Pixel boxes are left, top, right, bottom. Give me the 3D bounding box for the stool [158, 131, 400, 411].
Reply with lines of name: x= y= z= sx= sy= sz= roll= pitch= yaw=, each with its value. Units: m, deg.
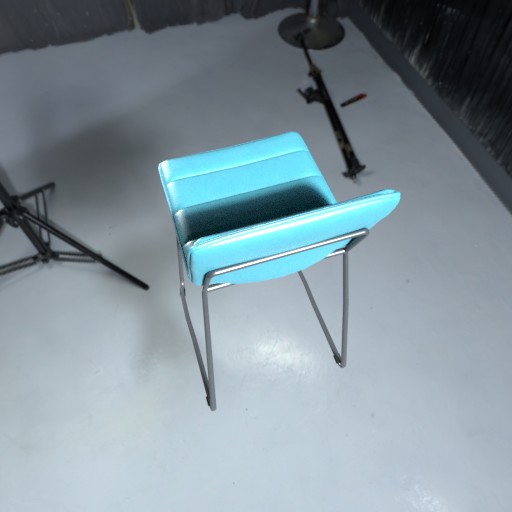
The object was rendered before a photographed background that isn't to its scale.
stool: x=0.000 y=0.000 z=1.252 sx=0.489 sy=0.936 sz=0.524 roll=-15 pitch=58 yaw=-10
